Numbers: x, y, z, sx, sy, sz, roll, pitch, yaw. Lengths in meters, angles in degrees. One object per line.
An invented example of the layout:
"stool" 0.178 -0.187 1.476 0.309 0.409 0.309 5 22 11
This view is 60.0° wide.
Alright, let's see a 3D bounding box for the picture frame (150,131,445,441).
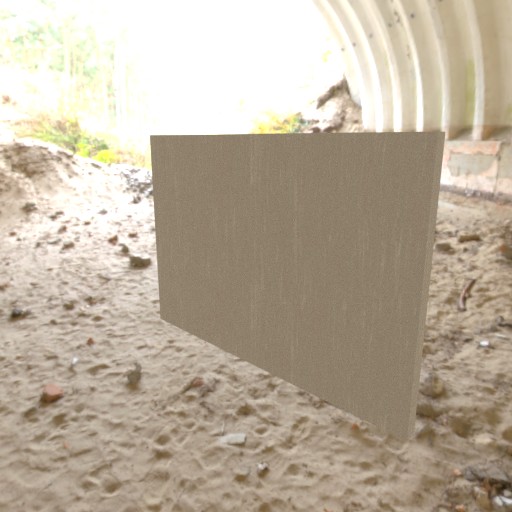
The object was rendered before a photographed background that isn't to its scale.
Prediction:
"picture frame" 0.000 0.000 1.205 0.029 0.640 0.950 -14 20 -43
